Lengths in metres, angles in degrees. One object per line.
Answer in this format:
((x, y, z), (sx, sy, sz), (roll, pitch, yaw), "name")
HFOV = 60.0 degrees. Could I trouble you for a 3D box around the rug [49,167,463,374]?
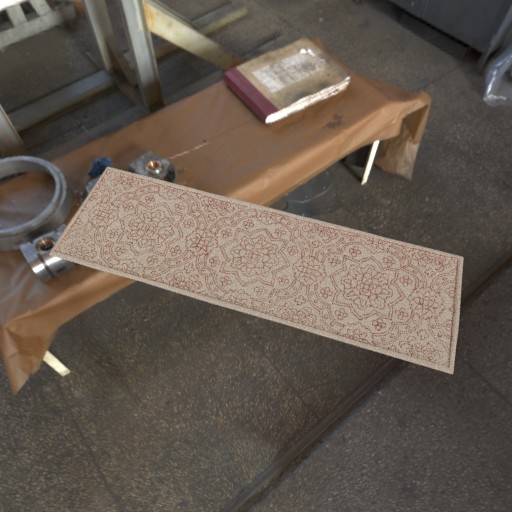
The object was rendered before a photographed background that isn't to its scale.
((0.000, 0.000, 2.732), (2.448, 0.012, 0.769), (15, 60, 9), "rug")
